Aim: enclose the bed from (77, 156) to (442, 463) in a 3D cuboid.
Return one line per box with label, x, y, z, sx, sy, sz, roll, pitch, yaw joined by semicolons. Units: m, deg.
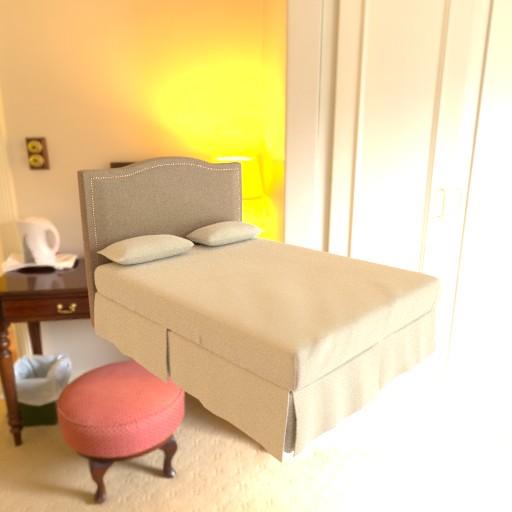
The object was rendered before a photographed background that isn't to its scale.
bed;0.000;0.000;3.424;2.282;1.436;1.821;15;21;43
